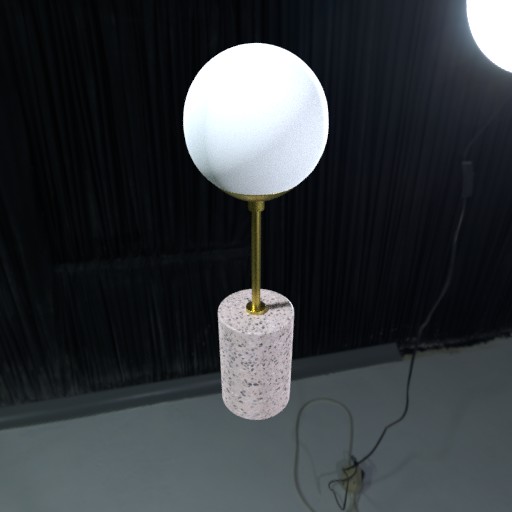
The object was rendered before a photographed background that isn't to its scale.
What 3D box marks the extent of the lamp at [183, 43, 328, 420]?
[{"bbox_3d":[0.000,0.000,0.554,0.153,0.480,0.153,0,30,0],"label":"lamp"}]
